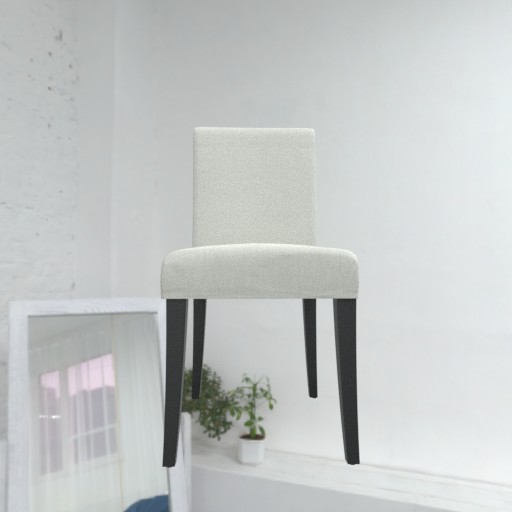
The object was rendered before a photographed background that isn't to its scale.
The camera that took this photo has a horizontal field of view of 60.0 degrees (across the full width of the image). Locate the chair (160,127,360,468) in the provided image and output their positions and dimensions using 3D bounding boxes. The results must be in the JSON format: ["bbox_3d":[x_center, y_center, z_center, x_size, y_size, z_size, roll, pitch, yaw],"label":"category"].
[{"bbox_3d":[0.000,0.000,1.341,0.452,0.976,0.708,0,-2,-2],"label":"chair"}]
